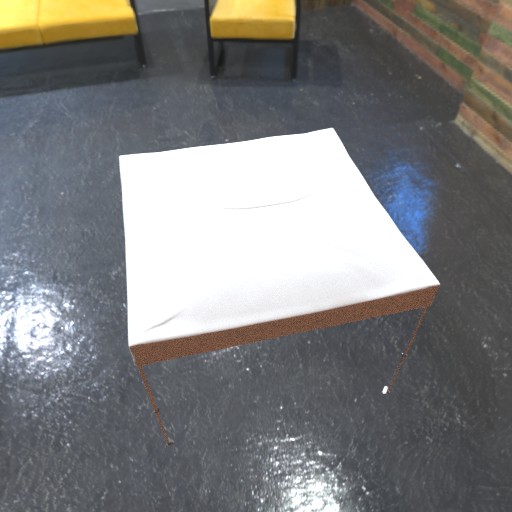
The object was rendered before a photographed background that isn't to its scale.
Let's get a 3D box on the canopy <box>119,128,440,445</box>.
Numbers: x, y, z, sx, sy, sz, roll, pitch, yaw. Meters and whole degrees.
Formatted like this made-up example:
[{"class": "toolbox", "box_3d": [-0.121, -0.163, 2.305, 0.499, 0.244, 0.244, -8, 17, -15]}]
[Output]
[{"class": "canopy", "box_3d": [0.000, 0.000, 5.588, 2.998, 2.997, 2.996, -10, 47, -9]}]
